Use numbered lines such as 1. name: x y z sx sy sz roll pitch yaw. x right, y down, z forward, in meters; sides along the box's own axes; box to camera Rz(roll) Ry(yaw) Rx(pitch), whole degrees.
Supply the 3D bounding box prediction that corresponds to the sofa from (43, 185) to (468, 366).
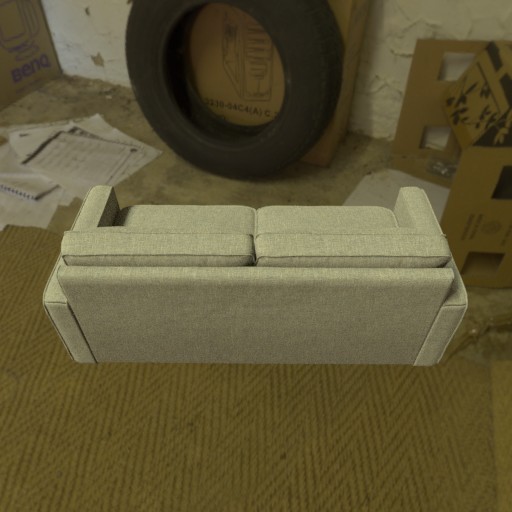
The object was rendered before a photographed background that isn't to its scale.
1. sofa: 0.000 0.000 2.528 2.078 0.918 0.945 0 46 0
